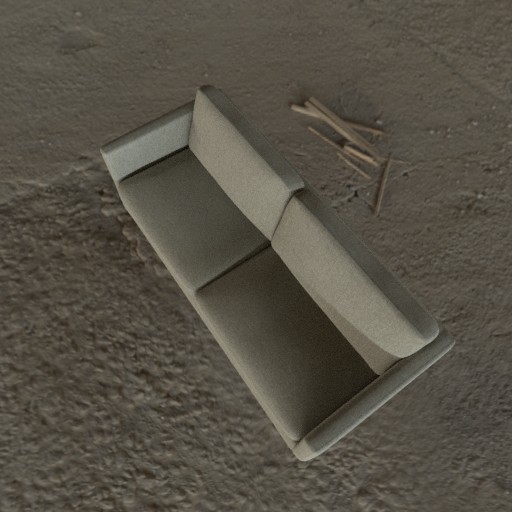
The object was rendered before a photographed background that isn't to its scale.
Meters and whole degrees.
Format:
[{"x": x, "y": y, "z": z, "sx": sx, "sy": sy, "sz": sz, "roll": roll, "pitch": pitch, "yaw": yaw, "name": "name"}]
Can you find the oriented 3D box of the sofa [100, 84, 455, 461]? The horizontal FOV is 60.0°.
[{"x": 0.000, "y": 0.000, "z": 2.746, "sx": 0.956, "sy": 0.960, "sz": 2.208, "roll": -32, "pitch": 67, "yaw": -15, "name": "sofa"}]
